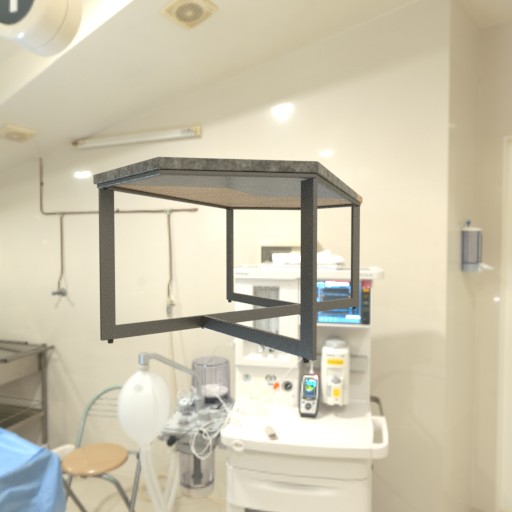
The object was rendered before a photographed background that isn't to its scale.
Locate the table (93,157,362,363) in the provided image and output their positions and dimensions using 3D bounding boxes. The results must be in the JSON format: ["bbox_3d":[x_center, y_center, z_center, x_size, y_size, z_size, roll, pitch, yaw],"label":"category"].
[{"bbox_3d":[0.000,0.000,1.508,0.609,0.457,1.219,1,2,20],"label":"table"}]
